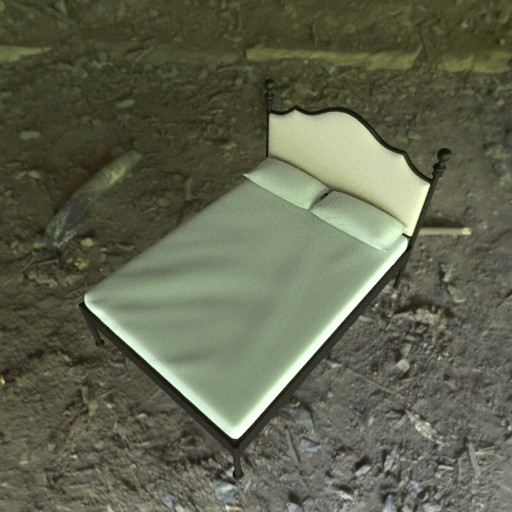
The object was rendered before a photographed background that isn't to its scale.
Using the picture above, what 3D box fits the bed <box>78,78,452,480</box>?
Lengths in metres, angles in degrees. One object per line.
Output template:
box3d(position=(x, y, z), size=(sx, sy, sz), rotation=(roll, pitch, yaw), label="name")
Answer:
box3d(position=(0.000, 0.000, 3.332), size=(1.642, 1.499, 2.224), rotation=(33, 55, 26), label="bed")
